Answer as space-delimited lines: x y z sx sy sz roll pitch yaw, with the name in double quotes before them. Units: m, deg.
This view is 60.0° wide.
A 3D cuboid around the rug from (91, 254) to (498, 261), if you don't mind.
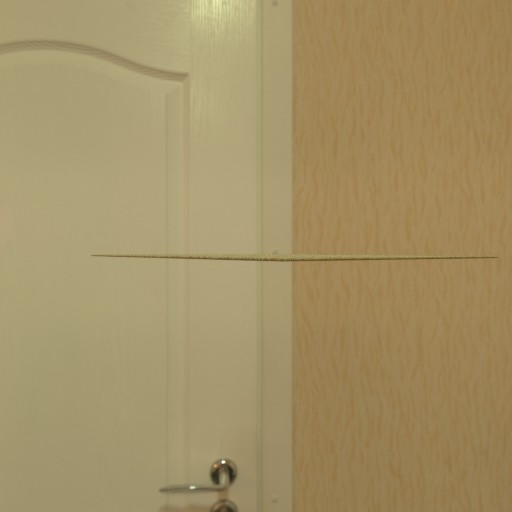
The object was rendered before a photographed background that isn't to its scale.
"rug" 0.000 0.000 2.992 1.540 0.012 2.448 0 1 -35
